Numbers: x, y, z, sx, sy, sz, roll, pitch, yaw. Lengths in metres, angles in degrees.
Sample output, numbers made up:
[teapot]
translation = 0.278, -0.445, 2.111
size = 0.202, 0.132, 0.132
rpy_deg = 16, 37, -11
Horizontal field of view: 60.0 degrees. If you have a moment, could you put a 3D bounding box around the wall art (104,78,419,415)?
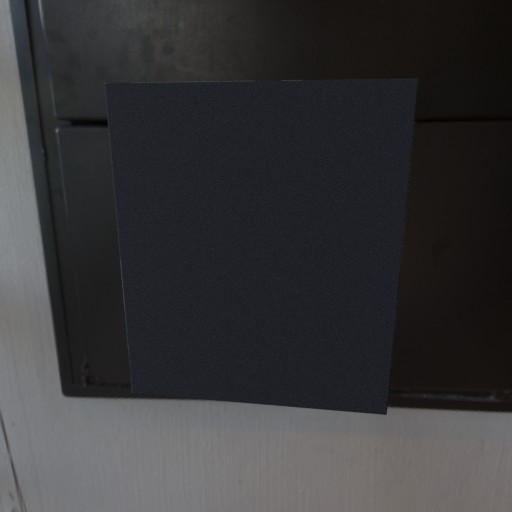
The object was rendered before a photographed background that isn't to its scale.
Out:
[wall art]
translation = 0.000, 0.000, 0.696
size = 0.435, 0.511, 0.037
rpy_deg = 2, 16, 8
